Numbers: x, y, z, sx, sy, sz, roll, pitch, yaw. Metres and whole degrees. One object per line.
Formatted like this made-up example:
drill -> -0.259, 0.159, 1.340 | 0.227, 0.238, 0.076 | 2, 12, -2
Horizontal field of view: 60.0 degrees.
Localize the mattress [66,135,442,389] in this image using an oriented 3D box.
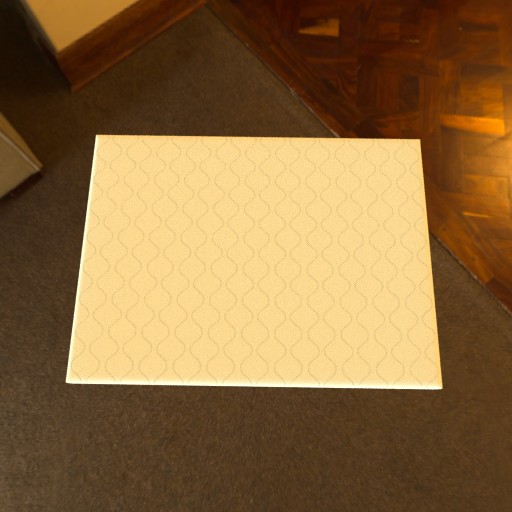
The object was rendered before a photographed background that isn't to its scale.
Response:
mattress -> 0.000, 0.000, 2.487 | 1.900, 0.200, 1.400 | 1, 75, 0
